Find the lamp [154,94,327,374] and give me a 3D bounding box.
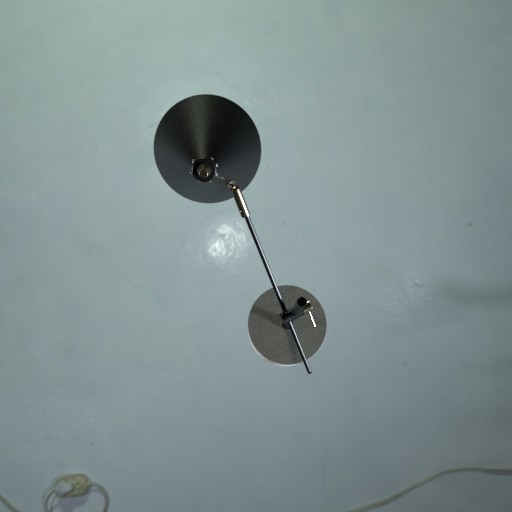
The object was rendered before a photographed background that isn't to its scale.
[{"bbox_3d":[0.000,0.000,0.714,0.214,0.518,0.403,-16,76,-4],"label":"lamp"}]
